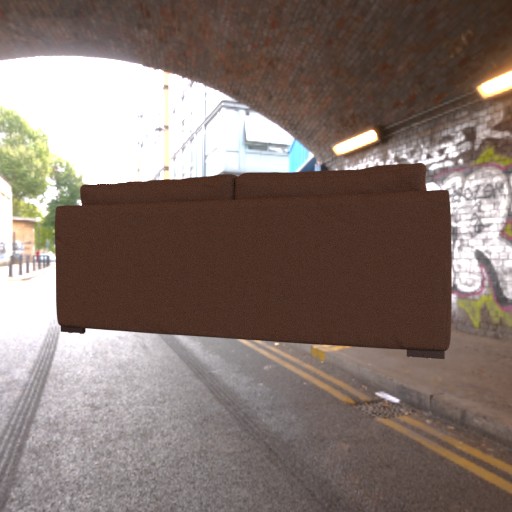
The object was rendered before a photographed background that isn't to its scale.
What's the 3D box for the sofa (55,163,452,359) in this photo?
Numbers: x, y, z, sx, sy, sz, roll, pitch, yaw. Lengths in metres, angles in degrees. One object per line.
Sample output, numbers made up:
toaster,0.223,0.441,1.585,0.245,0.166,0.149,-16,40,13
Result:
sofa,0.000,0.000,2.898,2.274,0.950,1.140,0,1,19
